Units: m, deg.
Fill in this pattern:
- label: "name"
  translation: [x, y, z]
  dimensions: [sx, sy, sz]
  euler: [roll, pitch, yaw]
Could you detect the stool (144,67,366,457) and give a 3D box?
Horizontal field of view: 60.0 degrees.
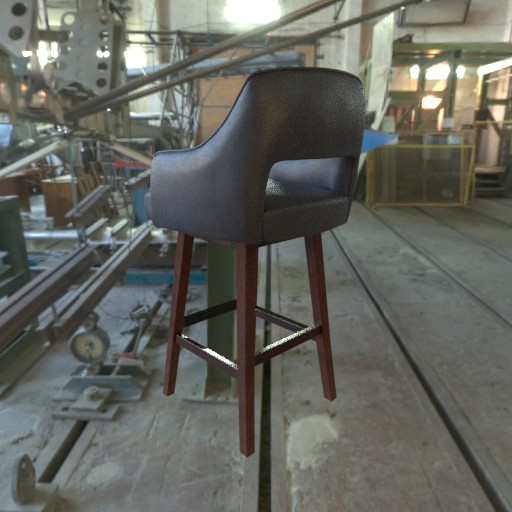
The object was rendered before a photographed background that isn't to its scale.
- label: "stool"
  translation: [0.000, 0.000, 1.388]
  dimensions: [0.550, 1.041, 0.560]
  euler: [-15, 22, -42]
